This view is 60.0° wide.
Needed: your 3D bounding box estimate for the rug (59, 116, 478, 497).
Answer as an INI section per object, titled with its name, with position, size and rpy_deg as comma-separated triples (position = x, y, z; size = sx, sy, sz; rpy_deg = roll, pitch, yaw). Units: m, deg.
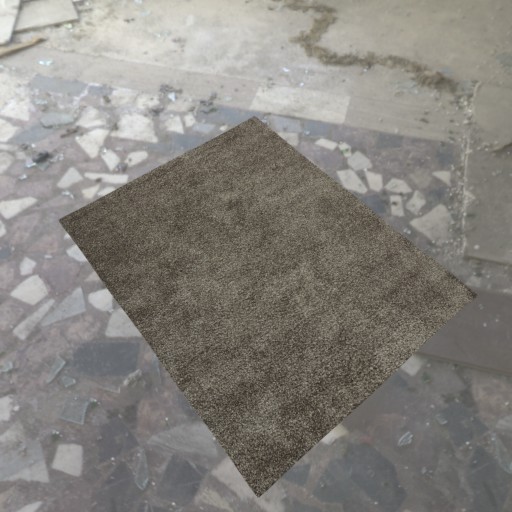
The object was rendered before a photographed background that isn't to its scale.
[rug]
position = 0.000, 0.000, 3.978
size = 2.401, 0.025, 3.000
rpy_deg = -34, 62, -21
